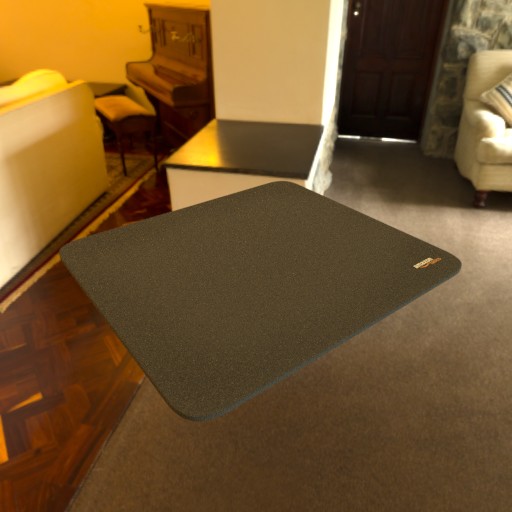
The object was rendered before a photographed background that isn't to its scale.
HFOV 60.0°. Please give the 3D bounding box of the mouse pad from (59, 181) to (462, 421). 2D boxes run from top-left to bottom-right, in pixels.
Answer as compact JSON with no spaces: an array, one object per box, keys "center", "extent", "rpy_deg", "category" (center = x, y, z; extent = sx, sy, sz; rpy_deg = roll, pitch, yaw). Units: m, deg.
[{"center":[0.000,0.000,0.323],"extent":[0.229,0.003,0.203],"rpy_deg":[-22,37,-31],"category":"mouse pad"}]
